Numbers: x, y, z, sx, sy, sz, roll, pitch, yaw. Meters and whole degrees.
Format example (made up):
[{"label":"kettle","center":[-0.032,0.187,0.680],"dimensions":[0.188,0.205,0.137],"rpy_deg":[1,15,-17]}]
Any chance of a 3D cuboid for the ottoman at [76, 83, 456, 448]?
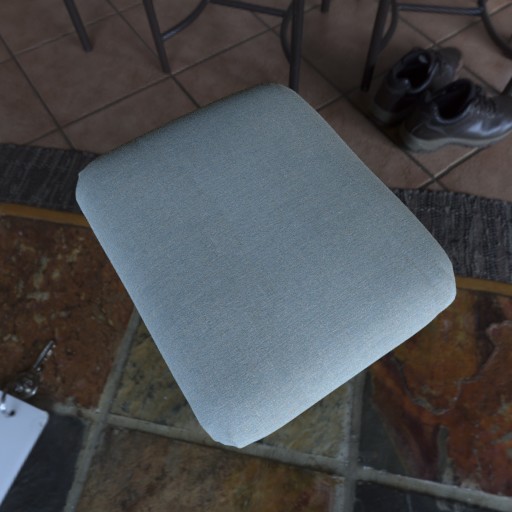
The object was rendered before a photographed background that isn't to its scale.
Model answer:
[{"label":"ottoman","center":[0.000,0.000,1.116],"dimensions":[0.622,0.450,0.747],"rpy_deg":[-30,67,-14]}]
